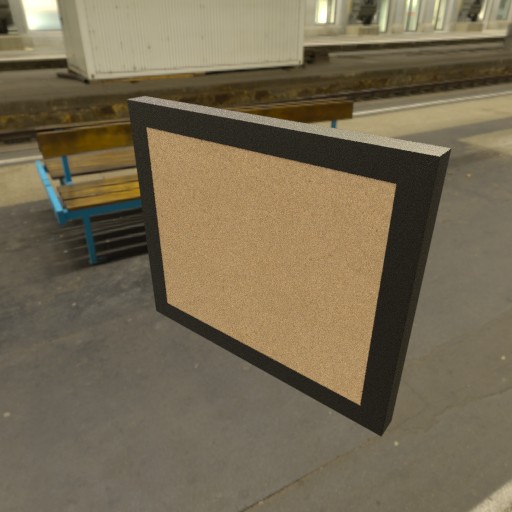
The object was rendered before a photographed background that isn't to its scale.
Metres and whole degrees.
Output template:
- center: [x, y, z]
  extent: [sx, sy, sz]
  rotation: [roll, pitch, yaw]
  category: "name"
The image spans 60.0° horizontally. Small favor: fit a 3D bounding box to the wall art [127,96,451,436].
- center: [0.000, 0.000, 0.531]
  extent: [0.381, 0.321, 0.028]
  rotation: [21, 36, 33]
  category: "wall art"
